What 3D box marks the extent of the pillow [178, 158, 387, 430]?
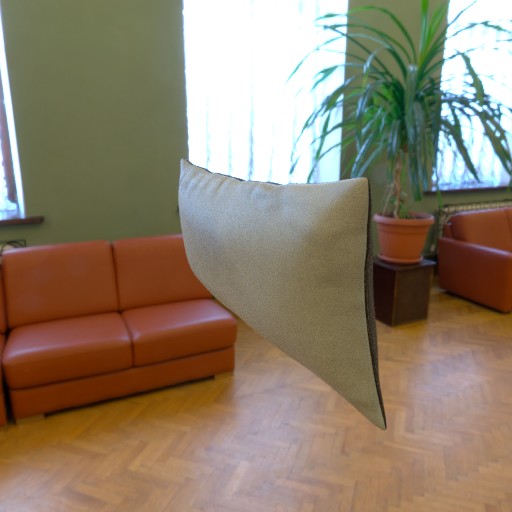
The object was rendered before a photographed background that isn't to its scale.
[{"bbox_3d":[0.000,0.000,0.750,0.156,0.305,0.608,-7,16,-26],"label":"pillow"}]
